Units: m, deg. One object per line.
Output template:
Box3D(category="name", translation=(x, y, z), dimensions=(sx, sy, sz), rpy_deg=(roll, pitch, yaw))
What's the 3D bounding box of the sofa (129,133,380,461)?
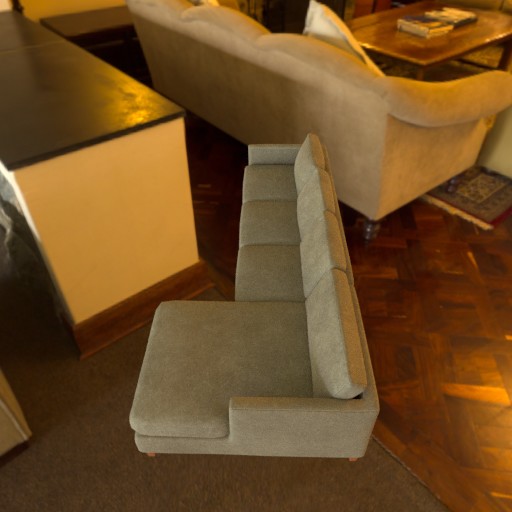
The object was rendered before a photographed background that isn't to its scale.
Box3D(category="sofa", translation=(0.000, 0.000, 4.130), dimensions=(1.604, 0.950, 3.471), rpy_deg=(1, 41, 1))
